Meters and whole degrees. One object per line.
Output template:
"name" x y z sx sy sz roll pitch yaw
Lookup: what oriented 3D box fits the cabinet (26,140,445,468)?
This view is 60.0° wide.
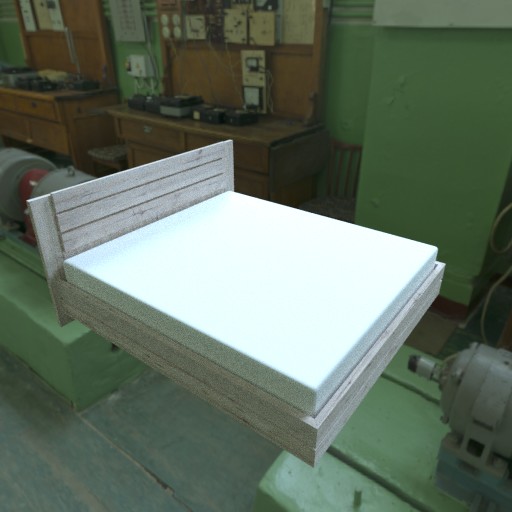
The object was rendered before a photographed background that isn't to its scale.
"cabinet" 0.000 0.000 3.088 2.080 0.970 1.950 20 34 32
